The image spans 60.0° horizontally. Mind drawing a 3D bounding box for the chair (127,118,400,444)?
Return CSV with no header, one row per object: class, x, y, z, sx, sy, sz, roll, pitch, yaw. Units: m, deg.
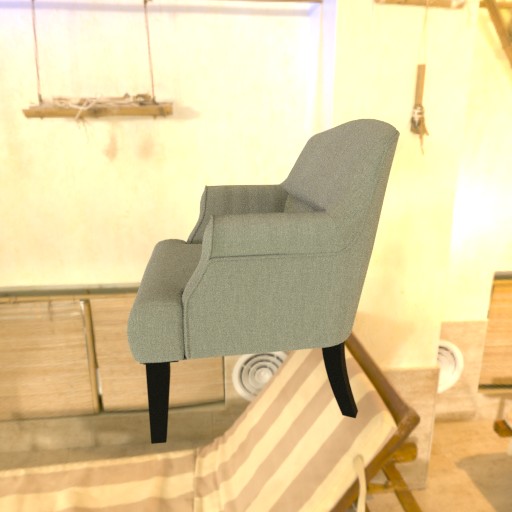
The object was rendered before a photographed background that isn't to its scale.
chair,0.000,0.000,1.479,0.755,0.880,0.772,-2,15,-7
